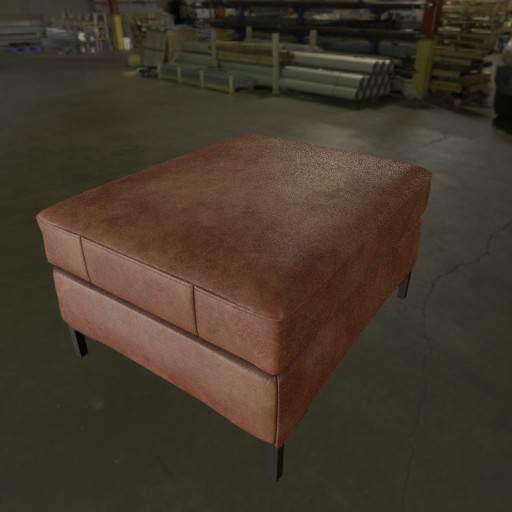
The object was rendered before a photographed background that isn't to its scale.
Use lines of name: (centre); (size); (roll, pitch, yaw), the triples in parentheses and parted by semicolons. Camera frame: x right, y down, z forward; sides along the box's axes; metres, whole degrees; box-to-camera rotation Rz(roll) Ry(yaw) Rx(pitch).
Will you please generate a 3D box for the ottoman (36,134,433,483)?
ottoman: (0.000, 0.000, 1.744); (0.965, 0.667, 1.186); (19, 35, 30)
